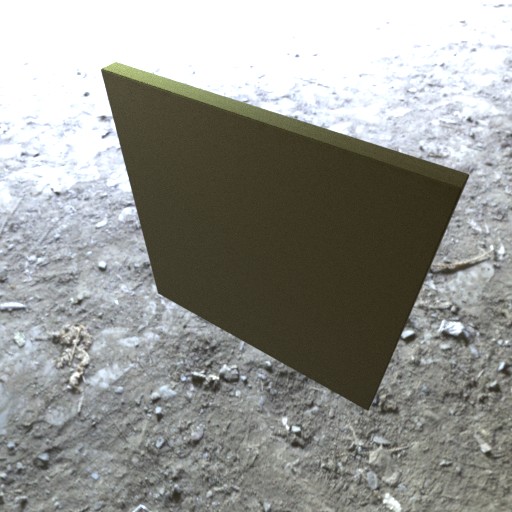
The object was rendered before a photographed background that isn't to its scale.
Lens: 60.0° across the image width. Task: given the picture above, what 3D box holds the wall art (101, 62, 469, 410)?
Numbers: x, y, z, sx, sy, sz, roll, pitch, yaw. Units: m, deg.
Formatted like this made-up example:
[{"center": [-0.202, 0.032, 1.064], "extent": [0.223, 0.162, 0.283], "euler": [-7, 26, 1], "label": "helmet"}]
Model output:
[{"center": [0.000, 0.000, 0.723], "extent": [0.503, 0.506, 0.031], "euler": [25, 51, 22], "label": "wall art"}]
